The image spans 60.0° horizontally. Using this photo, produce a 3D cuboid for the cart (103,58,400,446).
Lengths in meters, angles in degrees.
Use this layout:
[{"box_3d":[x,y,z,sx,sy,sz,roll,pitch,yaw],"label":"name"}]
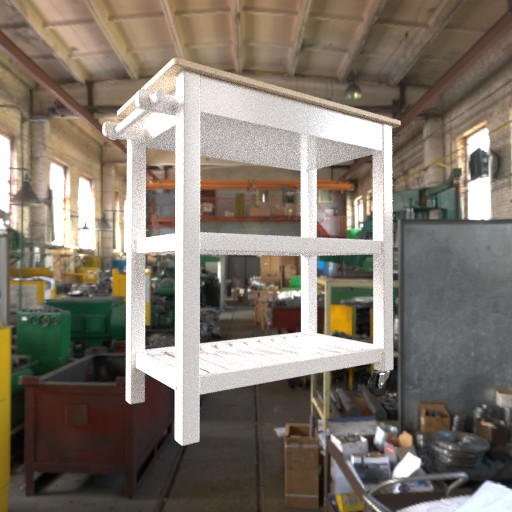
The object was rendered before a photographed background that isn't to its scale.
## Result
[{"box_3d":[0.000,0.000,1.446,0.899,0.927,0.457,1,-1,-34],"label":"cart"}]
